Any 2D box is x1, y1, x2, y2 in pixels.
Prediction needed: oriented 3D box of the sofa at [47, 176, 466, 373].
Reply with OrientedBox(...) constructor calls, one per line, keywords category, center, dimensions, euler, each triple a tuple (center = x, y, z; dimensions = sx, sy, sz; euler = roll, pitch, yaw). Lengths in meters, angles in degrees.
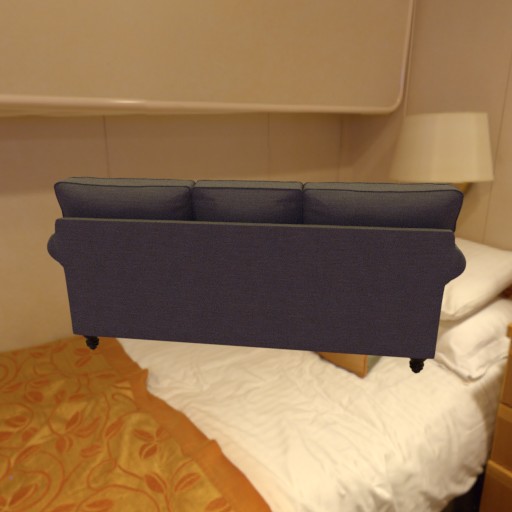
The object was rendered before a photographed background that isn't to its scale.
OrientedBox(category="sofa", center=(0.000, 0.000, 2.616), dimensions=(2.084, 0.966, 0.909), euler=(2, 17, 8))
